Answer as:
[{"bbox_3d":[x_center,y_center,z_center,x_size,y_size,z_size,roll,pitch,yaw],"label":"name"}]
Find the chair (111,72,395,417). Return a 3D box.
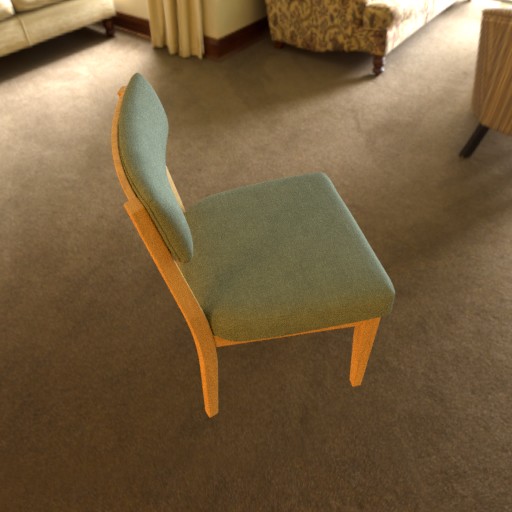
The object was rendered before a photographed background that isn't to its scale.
[{"bbox_3d":[0.000,0.000,1.174,0.572,0.832,0.508,-10,47,-9],"label":"chair"}]
